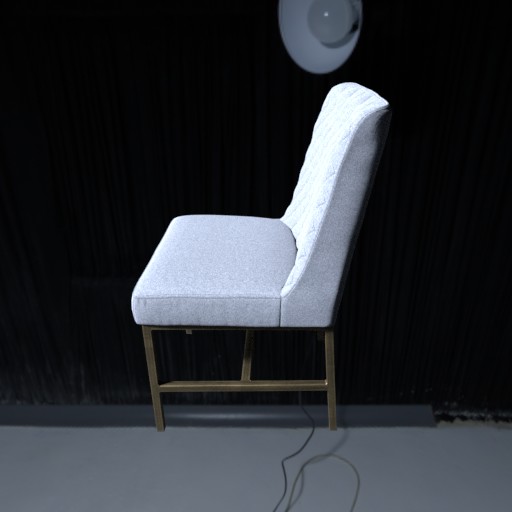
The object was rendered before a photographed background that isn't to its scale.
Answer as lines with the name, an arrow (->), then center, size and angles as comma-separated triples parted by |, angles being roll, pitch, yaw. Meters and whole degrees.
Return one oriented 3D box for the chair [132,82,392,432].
chair -> 0.000, 0.000, 1.262 | 0.587, 0.889, 0.508 | 1, 27, 2
